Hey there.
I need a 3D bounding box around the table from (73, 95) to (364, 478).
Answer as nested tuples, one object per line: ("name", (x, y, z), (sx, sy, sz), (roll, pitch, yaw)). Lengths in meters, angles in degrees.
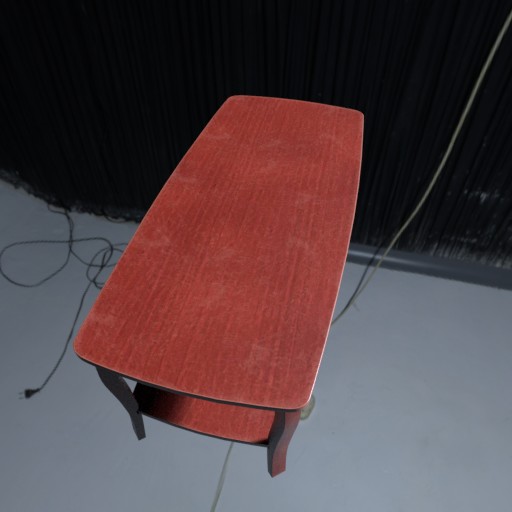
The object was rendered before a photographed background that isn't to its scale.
("table", (0.000, 0.000, 1.444), (0.561, 0.473, 1.216), (11, 48, 10))
